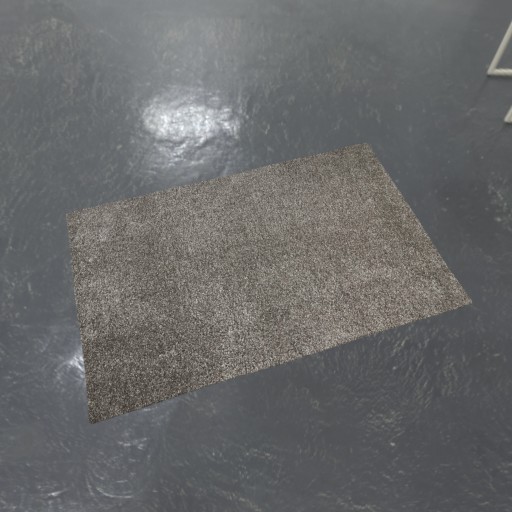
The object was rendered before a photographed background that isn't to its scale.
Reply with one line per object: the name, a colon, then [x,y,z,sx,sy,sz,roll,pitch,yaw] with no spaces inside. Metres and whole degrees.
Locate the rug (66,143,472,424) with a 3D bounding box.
rug: [0.000,0.000,2.953,2.352,0.025,1.501,-15,58,-10]
